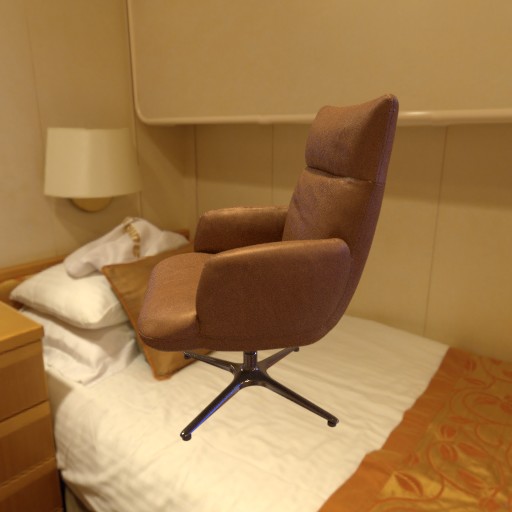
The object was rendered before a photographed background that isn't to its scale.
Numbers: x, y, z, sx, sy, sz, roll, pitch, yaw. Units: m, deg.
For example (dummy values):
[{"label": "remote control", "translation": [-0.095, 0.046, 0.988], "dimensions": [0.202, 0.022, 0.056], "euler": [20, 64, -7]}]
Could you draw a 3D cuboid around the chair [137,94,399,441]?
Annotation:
[{"label": "chair", "translation": [0.000, 0.000, 1.540], "dimensions": [0.794, 1.027, 0.711], "euler": [-2, 16, -8]}]
